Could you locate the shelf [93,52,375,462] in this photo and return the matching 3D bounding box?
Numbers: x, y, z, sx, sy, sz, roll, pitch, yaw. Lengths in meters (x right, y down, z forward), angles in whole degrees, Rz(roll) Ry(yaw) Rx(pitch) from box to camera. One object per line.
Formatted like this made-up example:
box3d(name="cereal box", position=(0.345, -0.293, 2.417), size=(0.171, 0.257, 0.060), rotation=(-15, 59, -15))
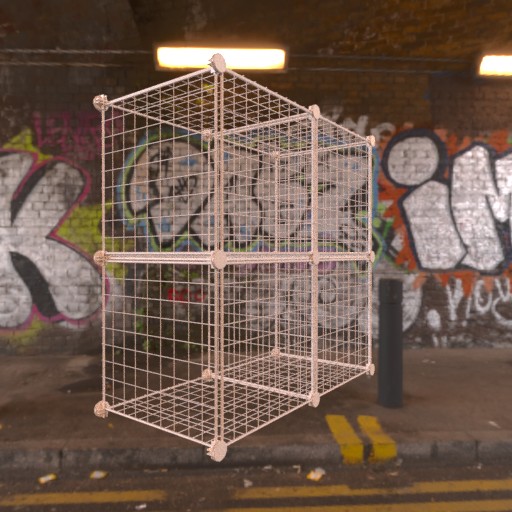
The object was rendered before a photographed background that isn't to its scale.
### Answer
box3d(name="shelf", position=(0.000, 0.000, 1.149), size=(0.356, 0.711, 0.711), rotation=(0, 1, 37))
